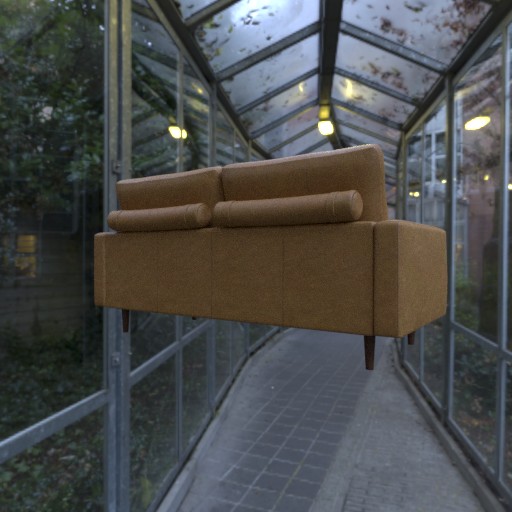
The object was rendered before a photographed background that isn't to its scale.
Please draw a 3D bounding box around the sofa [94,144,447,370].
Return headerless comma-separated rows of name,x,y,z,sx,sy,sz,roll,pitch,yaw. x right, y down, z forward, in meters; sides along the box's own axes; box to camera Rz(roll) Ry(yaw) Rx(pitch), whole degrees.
sofa,0.000,0.000,2.415,1.821,0.898,0.850,0,0,35
